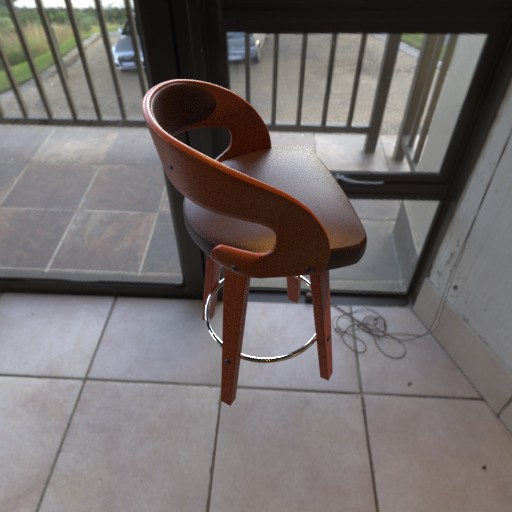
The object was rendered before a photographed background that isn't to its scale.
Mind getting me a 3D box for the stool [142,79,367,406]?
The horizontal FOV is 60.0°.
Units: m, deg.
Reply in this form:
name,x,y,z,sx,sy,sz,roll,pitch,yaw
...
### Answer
name,x,y,z,sx,sy,sz,roll,pitch,yaw
stool,0.000,0.000,1.233,0.457,0.940,0.457,-11,47,-11
